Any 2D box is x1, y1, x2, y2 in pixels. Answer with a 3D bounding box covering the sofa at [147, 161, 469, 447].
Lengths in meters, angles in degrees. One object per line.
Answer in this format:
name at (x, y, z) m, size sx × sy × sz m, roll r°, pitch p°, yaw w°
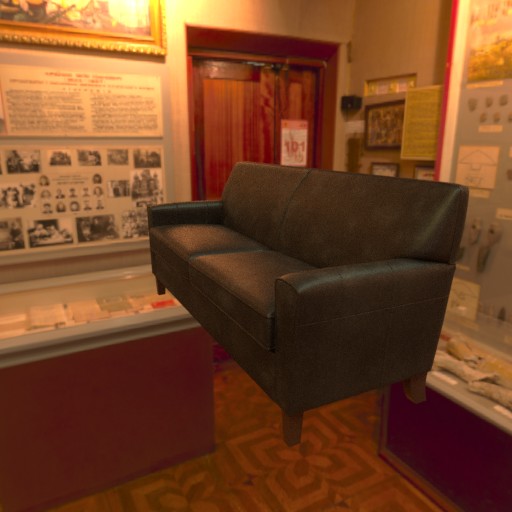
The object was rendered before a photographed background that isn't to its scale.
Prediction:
sofa at (0.000, 0.000, 2.499) m, size 0.805 × 0.947 × 2.053 m, roll -7°, pitch 17°, yaw -26°
